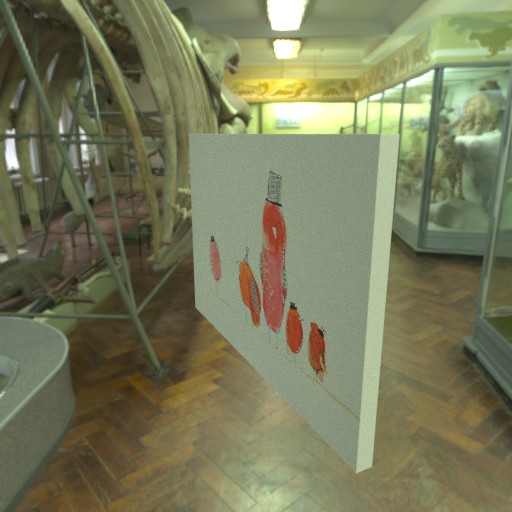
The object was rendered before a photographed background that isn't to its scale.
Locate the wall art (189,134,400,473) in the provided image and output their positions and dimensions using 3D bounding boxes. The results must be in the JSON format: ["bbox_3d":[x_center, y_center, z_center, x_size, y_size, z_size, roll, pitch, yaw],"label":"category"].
[{"bbox_3d":[0.000,0.000,1.146,0.038,0.609,0.914,-8,17,-25],"label":"wall art"}]
